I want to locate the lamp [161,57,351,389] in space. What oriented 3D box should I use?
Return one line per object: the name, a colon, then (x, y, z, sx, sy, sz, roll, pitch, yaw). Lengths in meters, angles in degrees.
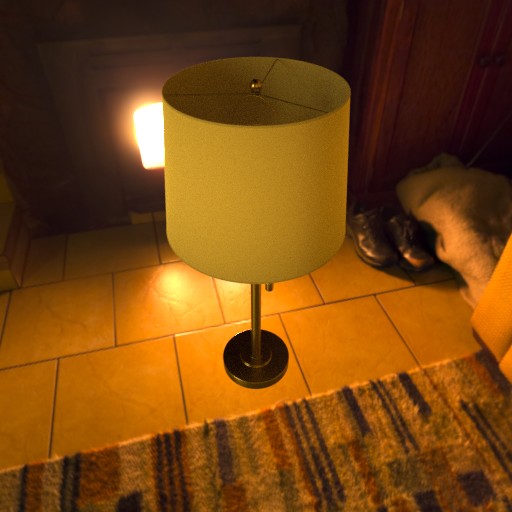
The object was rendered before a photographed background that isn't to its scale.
lamp: (0.000, 0.000, 0.888, 0.333, 0.696, 0.333, 0, 41, 0)
